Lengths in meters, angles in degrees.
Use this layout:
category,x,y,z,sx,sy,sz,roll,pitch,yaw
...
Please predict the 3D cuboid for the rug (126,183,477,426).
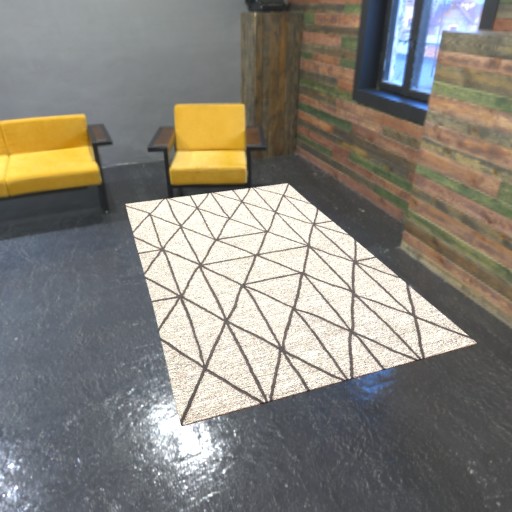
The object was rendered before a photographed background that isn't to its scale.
category,x,y,z,sx,sy,sz,roll,pitch,yaw
rug,0.000,0.000,3.051,1.526,0.008,2.465,-10,31,-17
